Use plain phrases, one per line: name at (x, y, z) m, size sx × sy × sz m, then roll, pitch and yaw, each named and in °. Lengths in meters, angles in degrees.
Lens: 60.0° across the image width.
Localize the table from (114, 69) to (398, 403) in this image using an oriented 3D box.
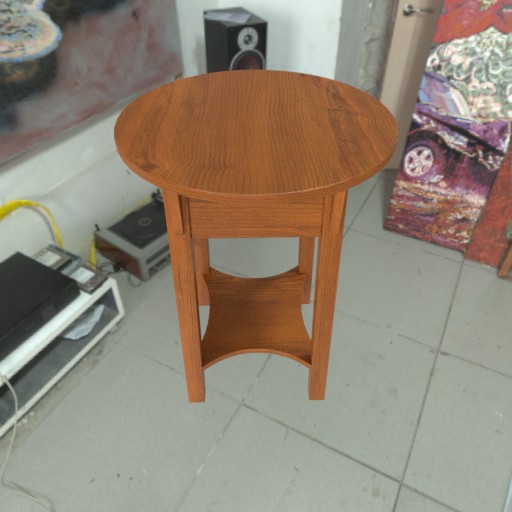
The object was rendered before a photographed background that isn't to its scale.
table at (0.000, 0.000, 0.932) m, size 0.457 × 0.610 × 0.457 m, roll 0°, pitch 41°, yaw 0°
